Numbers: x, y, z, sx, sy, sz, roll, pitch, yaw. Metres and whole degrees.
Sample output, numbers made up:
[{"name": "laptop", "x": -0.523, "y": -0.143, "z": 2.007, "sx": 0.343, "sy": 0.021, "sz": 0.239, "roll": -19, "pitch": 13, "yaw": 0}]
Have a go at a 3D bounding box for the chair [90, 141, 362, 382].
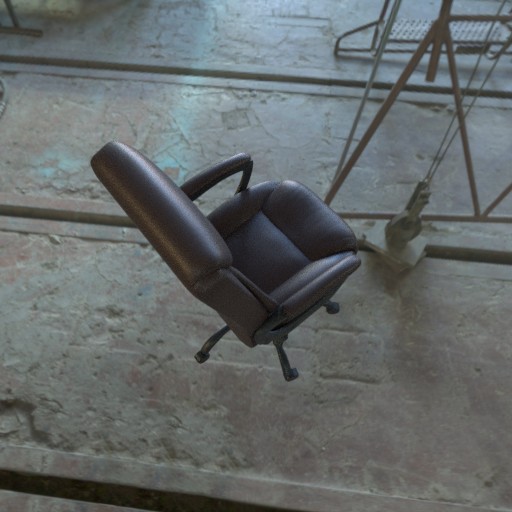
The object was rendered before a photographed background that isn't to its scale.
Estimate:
[{"name": "chair", "x": 0.000, "y": 0.000, "z": 1.462, "sx": 0.655, "sy": 1.072, "sz": 0.615, "roll": -35, "pitch": 65, "yaw": -19}]
